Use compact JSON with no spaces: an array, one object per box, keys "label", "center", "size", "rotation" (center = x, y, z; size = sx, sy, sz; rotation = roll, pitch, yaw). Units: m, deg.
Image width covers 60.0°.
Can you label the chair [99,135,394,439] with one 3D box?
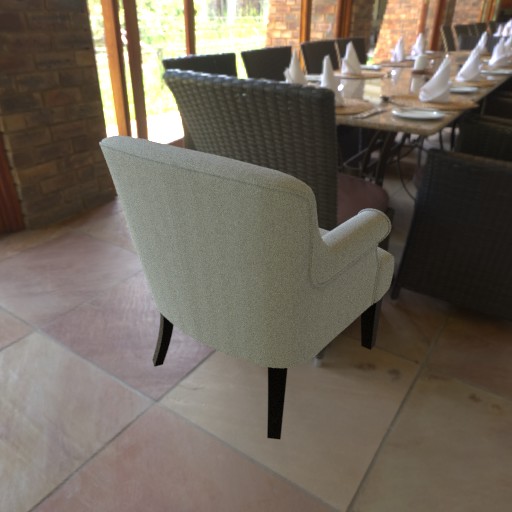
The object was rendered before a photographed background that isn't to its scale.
[{"label":"chair","center":[0.000,0.000,1.511],"size":[0.781,0.875,0.750],"rotation":[20,34,32]}]
